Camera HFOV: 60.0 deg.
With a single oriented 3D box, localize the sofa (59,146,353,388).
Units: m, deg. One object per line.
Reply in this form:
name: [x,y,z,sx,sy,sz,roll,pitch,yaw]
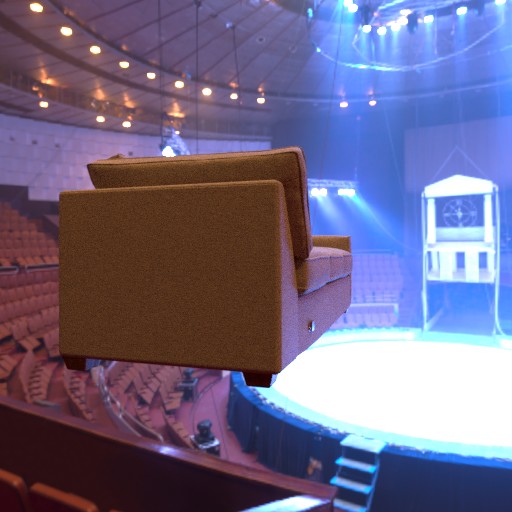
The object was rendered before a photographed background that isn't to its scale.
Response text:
sofa: [0.000,0.000,2.826,1.061,0.962,2.317,0,1,18]
